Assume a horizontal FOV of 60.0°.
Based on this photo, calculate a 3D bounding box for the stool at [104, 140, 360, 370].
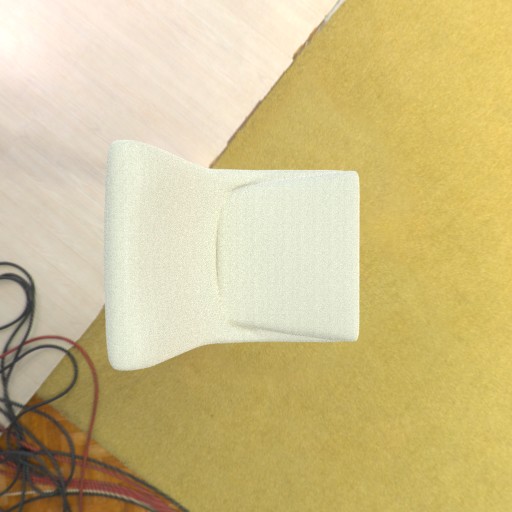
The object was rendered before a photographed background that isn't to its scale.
[{"bbox_3d":[0.000,0.000,1.305,0.559,0.991,0.483,0,90,1],"label":"stool"}]
